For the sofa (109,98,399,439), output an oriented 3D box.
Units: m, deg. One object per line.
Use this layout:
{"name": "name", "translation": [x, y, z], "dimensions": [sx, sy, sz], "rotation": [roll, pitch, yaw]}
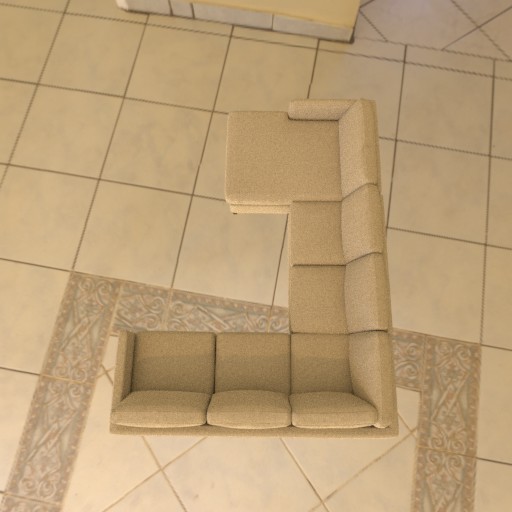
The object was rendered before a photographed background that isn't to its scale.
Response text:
{"name": "sofa", "translation": [0.000, 0.000, 4.587], "dimensions": [2.593, 0.959, 3.460], "rotation": [1, 74, 0]}
